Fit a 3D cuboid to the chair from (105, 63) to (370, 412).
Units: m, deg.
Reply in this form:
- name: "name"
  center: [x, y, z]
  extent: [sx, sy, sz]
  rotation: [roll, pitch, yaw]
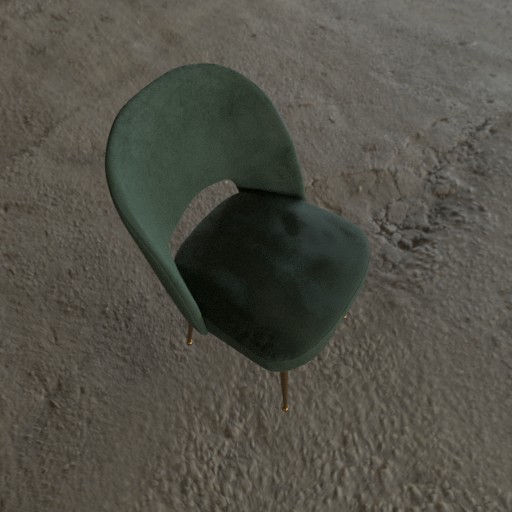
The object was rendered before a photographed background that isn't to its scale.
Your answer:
- name: "chair"
  center: [0.000, 0.000, 1.230]
  extent: [0.577, 0.860, 0.527]
  rotation: [30, 62, 18]
